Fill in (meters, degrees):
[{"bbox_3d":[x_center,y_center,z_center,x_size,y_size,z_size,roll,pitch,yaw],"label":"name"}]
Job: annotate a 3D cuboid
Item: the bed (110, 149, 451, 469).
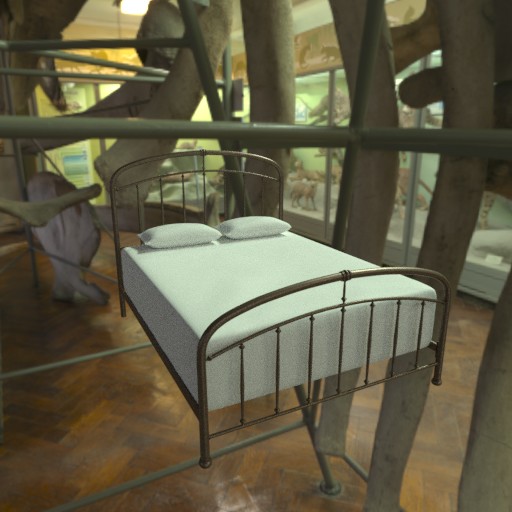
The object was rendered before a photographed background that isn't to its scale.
[{"bbox_3d":[0.000,0.000,3.311,1.711,1.475,2.168,-8,18,-26],"label":"bed"}]
